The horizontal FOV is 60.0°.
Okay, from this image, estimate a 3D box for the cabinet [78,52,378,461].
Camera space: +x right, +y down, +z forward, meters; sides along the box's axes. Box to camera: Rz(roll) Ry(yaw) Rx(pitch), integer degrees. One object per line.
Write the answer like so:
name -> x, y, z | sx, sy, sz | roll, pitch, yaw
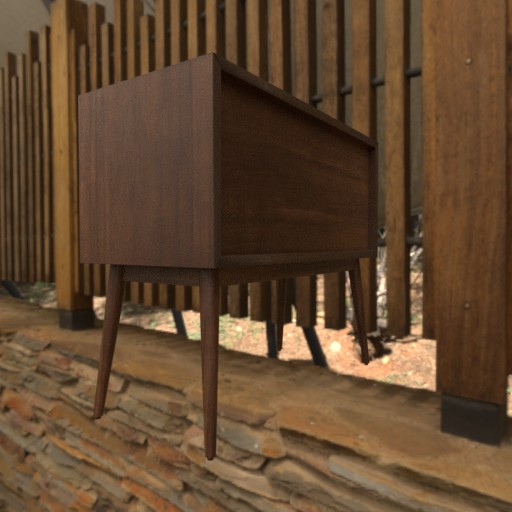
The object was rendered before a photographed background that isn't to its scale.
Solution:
cabinet -> 0.000, 0.000, 1.101 | 0.354, 0.654, 0.743 | 1, 2, 35
